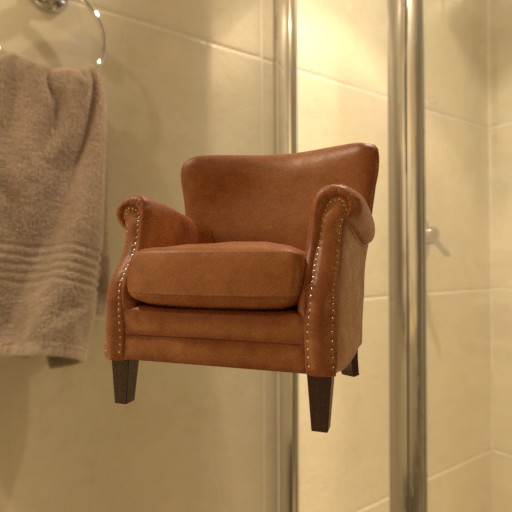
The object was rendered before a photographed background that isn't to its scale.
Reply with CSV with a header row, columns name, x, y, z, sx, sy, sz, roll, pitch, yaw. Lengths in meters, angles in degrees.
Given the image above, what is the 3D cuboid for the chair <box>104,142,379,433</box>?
name,x,y,z,sx,sy,sz,roll,pitch,yaw
chair,0.000,0.000,1.643,0.861,0.936,0.921,0,-1,18
